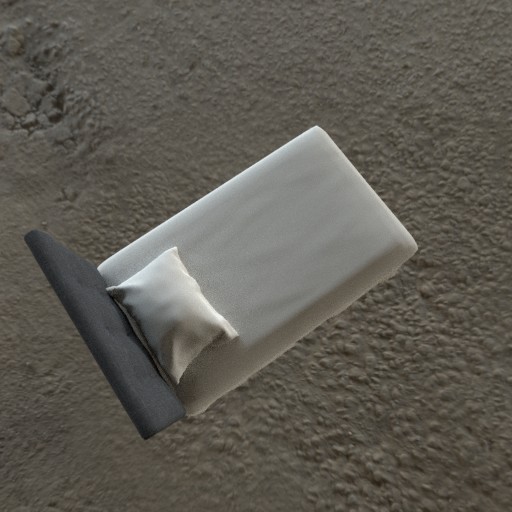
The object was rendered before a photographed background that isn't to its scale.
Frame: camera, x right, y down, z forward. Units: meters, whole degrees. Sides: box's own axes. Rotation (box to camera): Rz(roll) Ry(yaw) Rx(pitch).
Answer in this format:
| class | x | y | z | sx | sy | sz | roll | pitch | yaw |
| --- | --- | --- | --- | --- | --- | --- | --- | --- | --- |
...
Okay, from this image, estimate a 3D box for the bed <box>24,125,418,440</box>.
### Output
| class | x | y | z | sx | sy | sz | roll | pitch | yaw |
| --- | --- | --- | --- | --- | --- | --- | --- | --- | --- |
| bed | 0.000 | 0.000 | 2.909 | 1.997 | 1.571 | 1.261 | -34 | 78 | -8 |
